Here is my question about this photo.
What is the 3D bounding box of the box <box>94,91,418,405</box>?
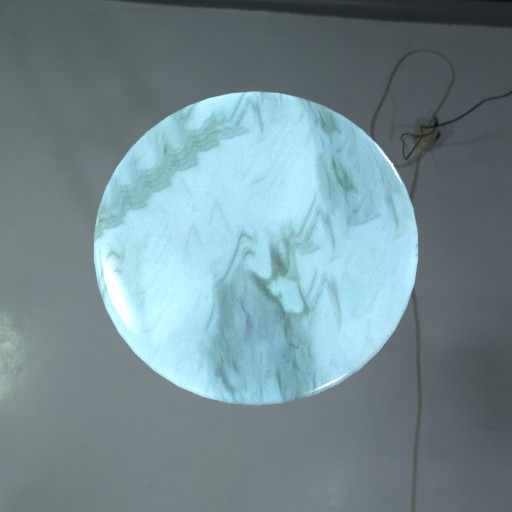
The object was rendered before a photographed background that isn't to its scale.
[{"bbox_3d":[0.000,0.000,0.164,0.101,0.063,0.101,0,76,0],"label":"box"}]
